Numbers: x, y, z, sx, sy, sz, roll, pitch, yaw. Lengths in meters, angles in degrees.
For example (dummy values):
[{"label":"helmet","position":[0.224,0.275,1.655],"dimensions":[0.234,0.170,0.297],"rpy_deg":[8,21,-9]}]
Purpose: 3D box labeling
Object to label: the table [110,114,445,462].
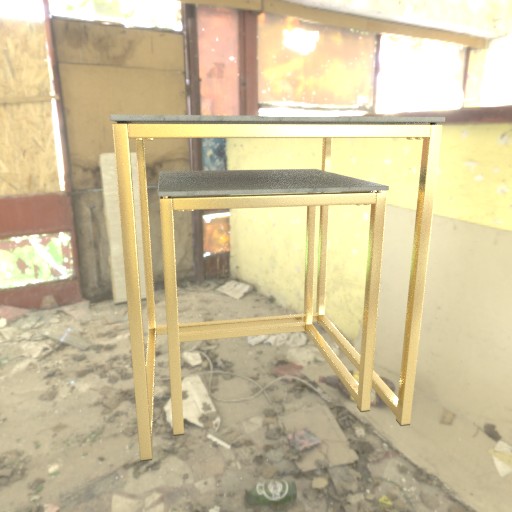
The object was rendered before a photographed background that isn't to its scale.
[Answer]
[{"label":"table","position":[0.000,0.000,0.855],"dimensions":[0.450,0.500,0.450],"rpy_deg":[-3,16,-11]}]
